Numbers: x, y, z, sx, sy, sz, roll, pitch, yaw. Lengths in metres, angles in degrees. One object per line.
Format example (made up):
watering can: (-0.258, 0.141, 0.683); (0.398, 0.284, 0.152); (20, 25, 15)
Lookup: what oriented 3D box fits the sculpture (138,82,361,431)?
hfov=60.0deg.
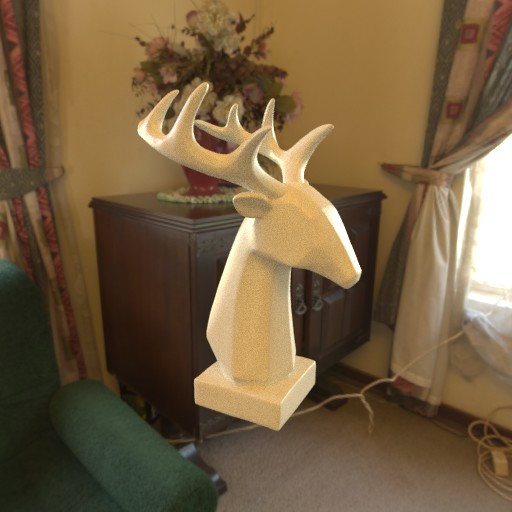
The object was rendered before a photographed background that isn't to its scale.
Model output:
sculpture: (0.000, 0.000, 0.470); (0.224, 0.329, 0.174); (8, 16, 27)
